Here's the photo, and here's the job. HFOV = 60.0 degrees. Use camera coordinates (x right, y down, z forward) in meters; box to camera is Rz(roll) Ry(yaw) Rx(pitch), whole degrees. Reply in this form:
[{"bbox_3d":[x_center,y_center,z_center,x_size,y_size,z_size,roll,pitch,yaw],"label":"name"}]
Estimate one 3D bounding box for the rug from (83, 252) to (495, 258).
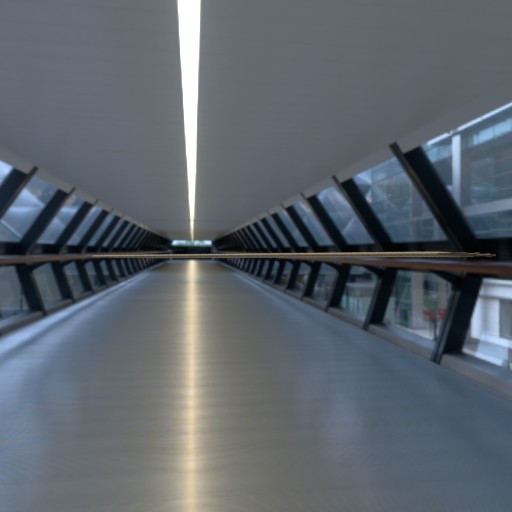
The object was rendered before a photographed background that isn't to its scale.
[{"bbox_3d":[0.000,0.000,2.622,2.438,0.021,0.729,0,-1,36],"label":"rug"}]
